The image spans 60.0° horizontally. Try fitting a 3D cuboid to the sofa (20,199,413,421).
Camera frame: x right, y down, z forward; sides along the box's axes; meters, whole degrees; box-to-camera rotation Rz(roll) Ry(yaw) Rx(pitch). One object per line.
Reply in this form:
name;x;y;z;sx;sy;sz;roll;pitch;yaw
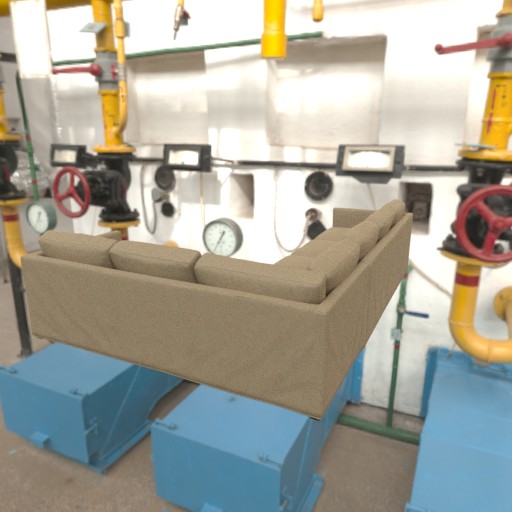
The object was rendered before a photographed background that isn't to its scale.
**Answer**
sofa;0.000;0.000;4.263;2.432;0.871;3.182;8;18;25
